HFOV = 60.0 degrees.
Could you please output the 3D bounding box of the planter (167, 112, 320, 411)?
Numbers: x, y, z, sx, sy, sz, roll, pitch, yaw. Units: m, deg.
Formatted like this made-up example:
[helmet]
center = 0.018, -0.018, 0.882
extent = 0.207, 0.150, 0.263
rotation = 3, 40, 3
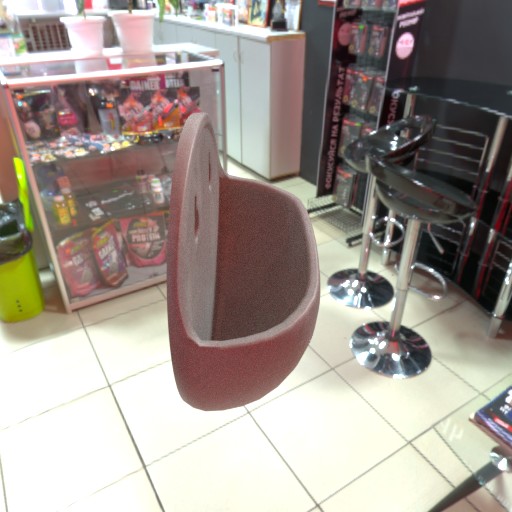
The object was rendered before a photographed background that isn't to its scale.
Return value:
[planter]
center = 0.000, 0.000, 0.270
extent = 0.073, 0.164, 0.190
rotation = 1, 33, 1
